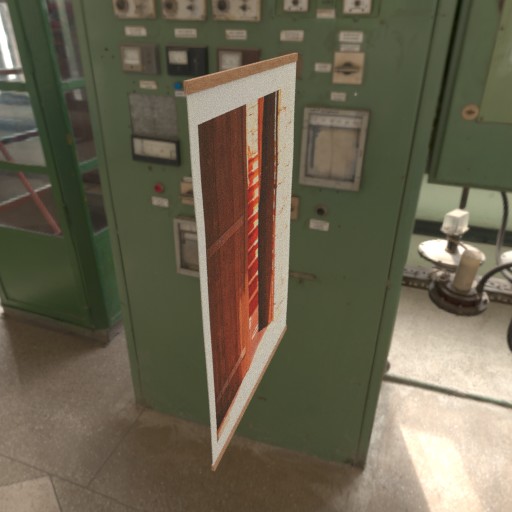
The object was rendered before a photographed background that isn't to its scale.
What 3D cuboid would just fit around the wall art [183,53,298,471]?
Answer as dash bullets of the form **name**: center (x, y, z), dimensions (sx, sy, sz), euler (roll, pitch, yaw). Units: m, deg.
- **wall art**: center (0.000, 0.000, 1.903), dimensions (0.019, 1.527, 1.019), euler (10, 30, 18)
